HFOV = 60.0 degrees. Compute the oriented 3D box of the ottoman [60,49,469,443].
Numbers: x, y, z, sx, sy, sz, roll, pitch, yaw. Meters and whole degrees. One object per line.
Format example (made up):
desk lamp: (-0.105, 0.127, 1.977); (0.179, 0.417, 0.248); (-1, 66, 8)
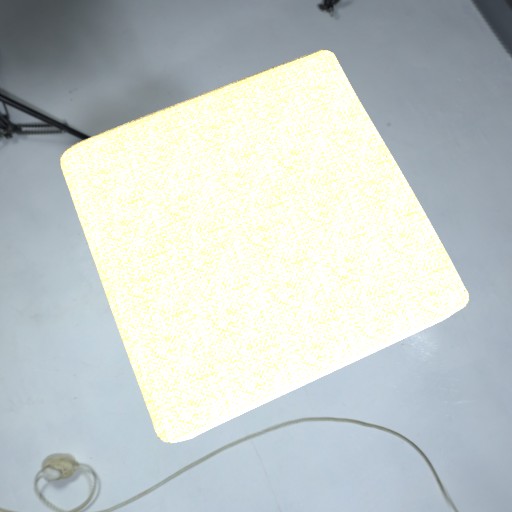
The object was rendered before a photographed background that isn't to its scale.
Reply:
ottoman: (0.000, 0.000, 0.879); (0.512, 0.441, 0.505); (-23, 76, -6)
